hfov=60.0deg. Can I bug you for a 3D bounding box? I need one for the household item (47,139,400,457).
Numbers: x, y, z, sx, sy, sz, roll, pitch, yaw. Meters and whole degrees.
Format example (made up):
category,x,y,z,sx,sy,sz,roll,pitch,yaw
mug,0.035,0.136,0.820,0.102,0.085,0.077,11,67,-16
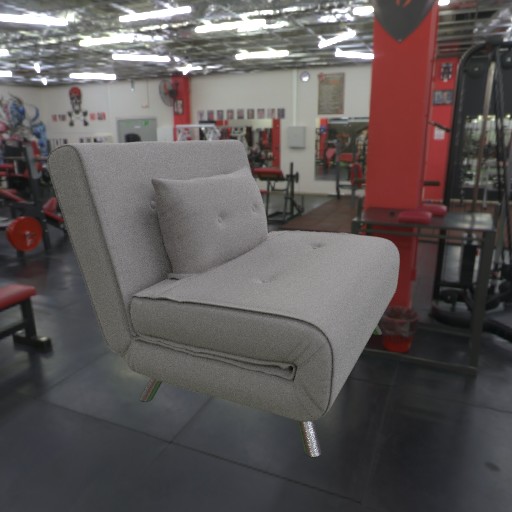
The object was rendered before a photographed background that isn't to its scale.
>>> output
category,x,y,z,sx,sy,sz,roll,pitch,yaw
household item,0.000,0.000,1.601,0.874,0.800,1.000,7,17,25
